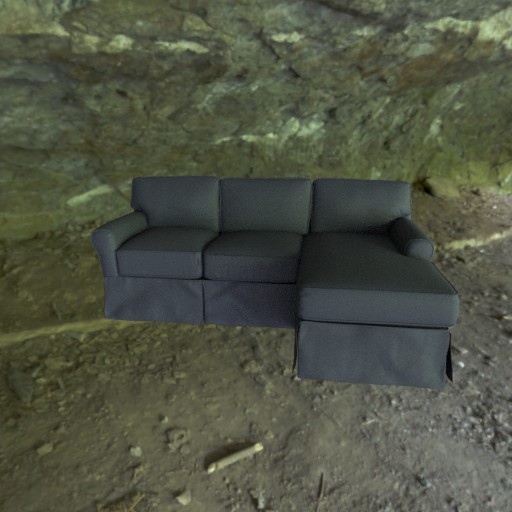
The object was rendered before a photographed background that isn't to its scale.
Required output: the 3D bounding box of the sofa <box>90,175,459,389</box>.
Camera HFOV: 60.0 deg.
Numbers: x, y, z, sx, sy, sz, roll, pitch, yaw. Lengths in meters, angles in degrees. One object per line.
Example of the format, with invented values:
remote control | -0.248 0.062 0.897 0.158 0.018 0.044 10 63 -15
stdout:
sofa | 0.000 0.000 3.286 2.518 1.039 1.637 2 16 8
